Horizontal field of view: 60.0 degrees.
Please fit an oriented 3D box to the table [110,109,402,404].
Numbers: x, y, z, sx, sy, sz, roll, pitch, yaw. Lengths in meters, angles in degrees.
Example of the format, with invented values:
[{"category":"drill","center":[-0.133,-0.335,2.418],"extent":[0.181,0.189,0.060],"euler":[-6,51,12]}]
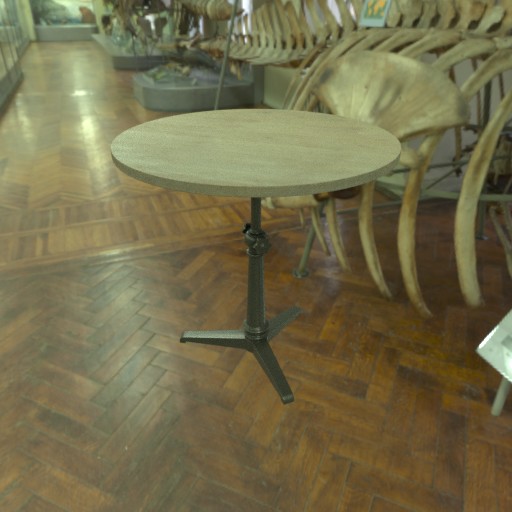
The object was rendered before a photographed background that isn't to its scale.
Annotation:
[{"category":"table","center":[0.000,0.000,1.457],"extent":[0.800,0.780,0.800],"euler":[0,29,0]}]
